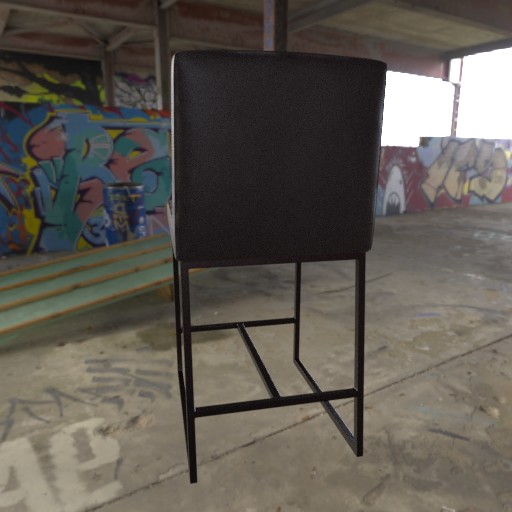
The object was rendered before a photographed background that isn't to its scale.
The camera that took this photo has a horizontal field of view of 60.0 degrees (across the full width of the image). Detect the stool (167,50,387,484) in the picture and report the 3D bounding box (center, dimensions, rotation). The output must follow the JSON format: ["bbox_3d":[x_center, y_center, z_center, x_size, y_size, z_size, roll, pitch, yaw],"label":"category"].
[{"bbox_3d":[0.000,0.000,1.227,0.463,0.946,0.562,-3,13,-12],"label":"stool"}]
